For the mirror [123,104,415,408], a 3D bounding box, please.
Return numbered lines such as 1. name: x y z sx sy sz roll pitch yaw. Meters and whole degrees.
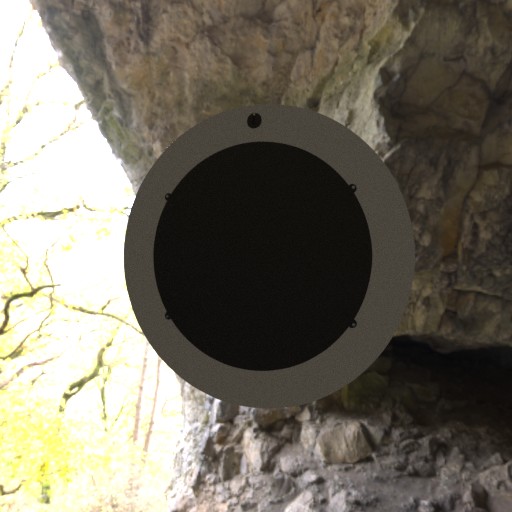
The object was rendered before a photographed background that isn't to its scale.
1. mirror: 0.000 0.000 1.354 0.914 0.914 0.038 0 0 18
